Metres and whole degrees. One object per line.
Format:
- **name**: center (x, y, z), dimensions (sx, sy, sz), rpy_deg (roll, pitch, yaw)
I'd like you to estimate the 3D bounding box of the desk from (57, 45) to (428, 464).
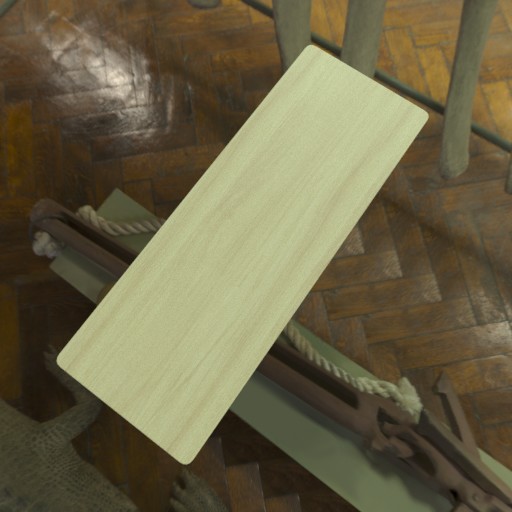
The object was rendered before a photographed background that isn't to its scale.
- **desk**: center (0.000, 0.000, 1.917), dimensions (0.550, 0.755, 1.500), rpy_deg (35, 78, 8)
